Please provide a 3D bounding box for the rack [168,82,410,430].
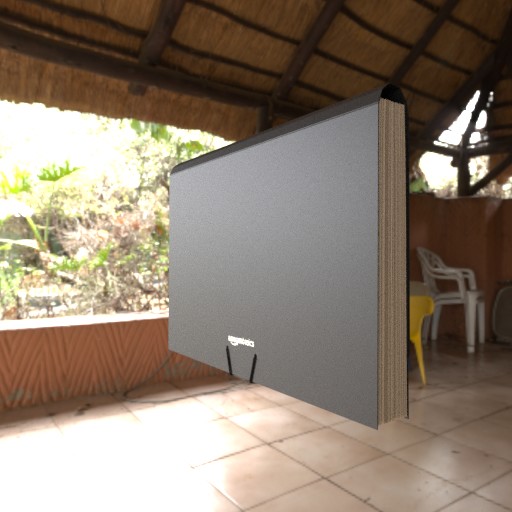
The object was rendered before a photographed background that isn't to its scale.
[{"bbox_3d":[0.000,0.000,0.445,0.041,0.241,0.330,0,0,-36],"label":"rack"}]
